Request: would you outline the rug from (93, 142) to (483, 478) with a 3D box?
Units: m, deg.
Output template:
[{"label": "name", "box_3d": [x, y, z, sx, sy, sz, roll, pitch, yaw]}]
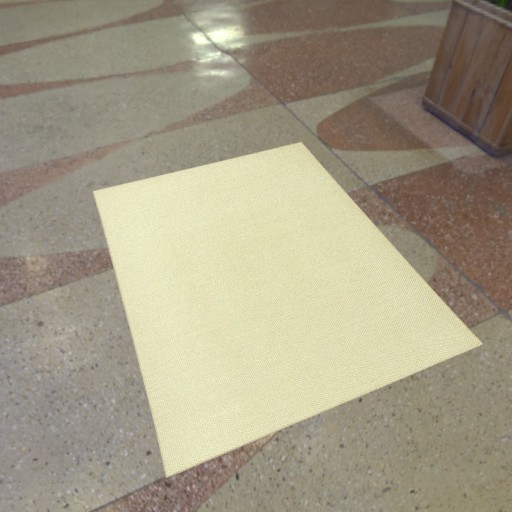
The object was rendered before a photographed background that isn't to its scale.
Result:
[{"label": "rug", "box_3d": [0.000, 0.000, 3.995, 2.462, 0.018, 3.039, -17, 49, -15]}]
